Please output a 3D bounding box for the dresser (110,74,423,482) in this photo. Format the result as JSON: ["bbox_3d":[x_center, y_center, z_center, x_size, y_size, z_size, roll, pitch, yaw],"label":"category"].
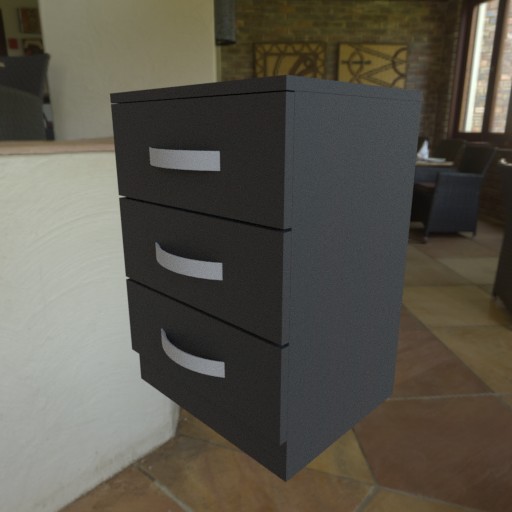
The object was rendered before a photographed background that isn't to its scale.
[{"bbox_3d":[0.000,0.000,0.805,0.400,0.560,0.360,16,22,43],"label":"dresser"}]
